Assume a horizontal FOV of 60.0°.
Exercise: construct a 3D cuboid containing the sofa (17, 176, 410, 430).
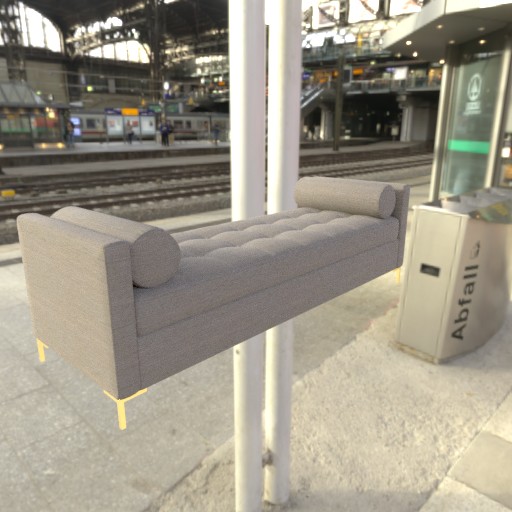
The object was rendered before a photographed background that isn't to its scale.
[{"bbox_3d":[0.000,0.000,2.251,0.686,0.635,1.981,15,21,41],"label":"sofa"}]
